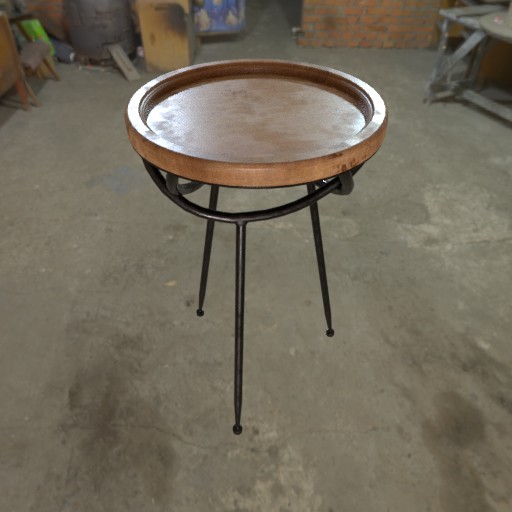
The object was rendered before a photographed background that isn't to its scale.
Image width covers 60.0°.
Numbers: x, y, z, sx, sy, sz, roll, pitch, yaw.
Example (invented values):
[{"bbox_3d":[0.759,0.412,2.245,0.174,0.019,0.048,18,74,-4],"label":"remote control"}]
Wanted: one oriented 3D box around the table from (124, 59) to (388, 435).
[{"bbox_3d":[0.000,0.000,0.922,0.414,0.664,0.418,-25,47,-26],"label":"table"}]
